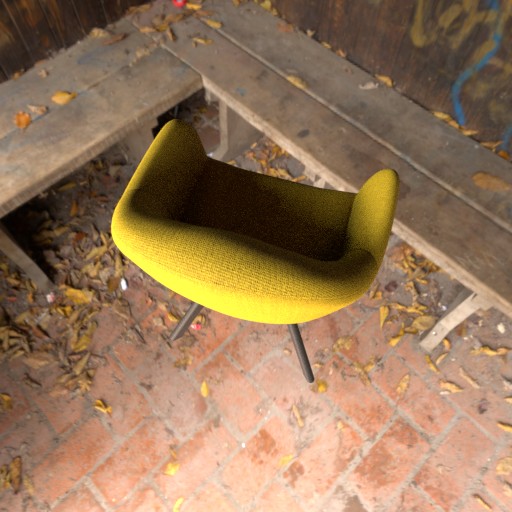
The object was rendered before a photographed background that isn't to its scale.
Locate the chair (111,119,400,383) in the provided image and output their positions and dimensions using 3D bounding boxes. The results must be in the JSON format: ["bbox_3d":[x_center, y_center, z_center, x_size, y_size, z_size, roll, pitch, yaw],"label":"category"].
[{"bbox_3d":[0.000,0.000,1.167,0.590,0.795,0.550,15,63,8],"label":"chair"}]
